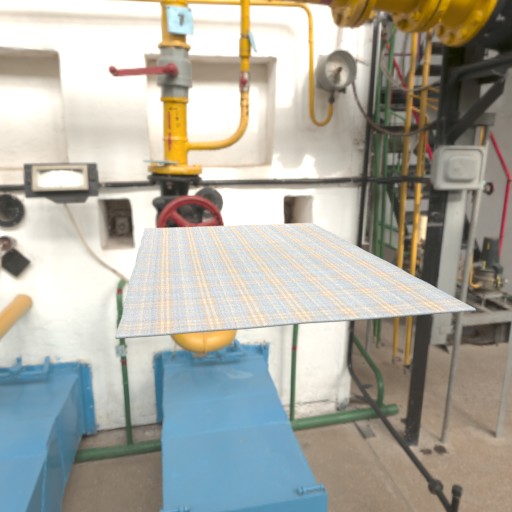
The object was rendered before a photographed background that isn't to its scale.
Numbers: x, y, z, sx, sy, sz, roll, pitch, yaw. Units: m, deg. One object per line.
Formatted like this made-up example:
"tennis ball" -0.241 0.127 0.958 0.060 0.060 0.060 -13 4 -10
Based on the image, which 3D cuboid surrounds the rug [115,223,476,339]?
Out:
"rug" 0.000 0.000 2.317 1.231 0.012 1.835 -3 14 -11
